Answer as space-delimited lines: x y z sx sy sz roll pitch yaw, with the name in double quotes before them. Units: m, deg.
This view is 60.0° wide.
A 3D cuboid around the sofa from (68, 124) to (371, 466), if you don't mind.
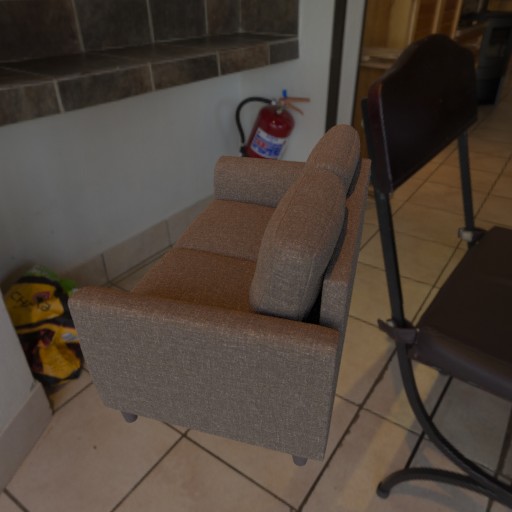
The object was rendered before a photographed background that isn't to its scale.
"sofa" 0.000 0.000 1.930 0.851 0.885 1.423 8 32 14
